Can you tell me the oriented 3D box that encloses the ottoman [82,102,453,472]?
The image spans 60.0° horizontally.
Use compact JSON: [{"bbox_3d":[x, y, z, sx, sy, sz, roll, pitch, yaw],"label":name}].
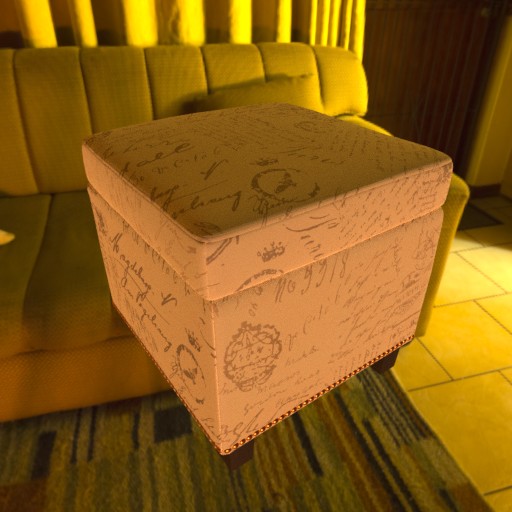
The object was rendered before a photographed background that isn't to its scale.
[{"bbox_3d":[0.000,0.000,0.816,0.449,0.457,0.450,-21,38,-30],"label":"ottoman"}]
